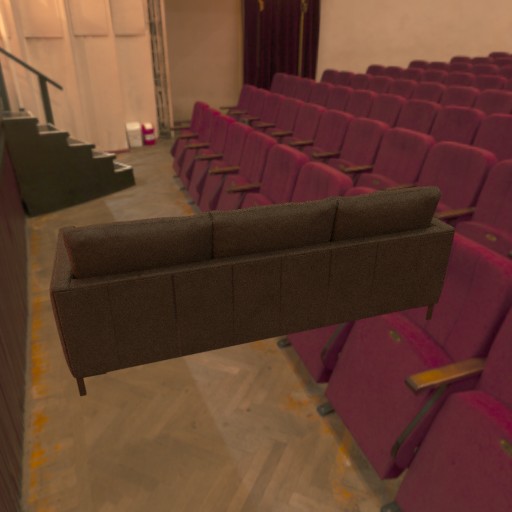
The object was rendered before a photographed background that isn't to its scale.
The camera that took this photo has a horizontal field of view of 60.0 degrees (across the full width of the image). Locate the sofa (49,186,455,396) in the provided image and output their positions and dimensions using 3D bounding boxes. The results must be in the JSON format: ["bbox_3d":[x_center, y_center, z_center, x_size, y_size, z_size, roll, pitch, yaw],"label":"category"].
[{"bbox_3d":[0.000,0.000,2.453,2.029,0.805,0.748,-9,28,-17],"label":"sofa"}]
